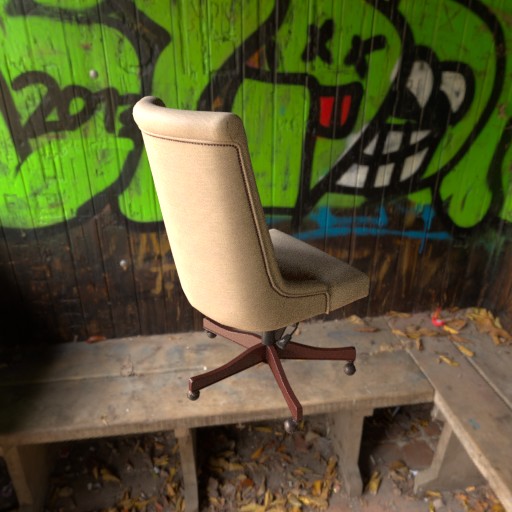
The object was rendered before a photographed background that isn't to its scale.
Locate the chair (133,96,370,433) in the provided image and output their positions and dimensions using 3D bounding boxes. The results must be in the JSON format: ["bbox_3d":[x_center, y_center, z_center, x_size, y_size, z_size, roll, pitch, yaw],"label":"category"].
[{"bbox_3d":[0.000,0.000,1.489,0.696,1.010,0.645,-18,31,-32],"label":"chair"}]
